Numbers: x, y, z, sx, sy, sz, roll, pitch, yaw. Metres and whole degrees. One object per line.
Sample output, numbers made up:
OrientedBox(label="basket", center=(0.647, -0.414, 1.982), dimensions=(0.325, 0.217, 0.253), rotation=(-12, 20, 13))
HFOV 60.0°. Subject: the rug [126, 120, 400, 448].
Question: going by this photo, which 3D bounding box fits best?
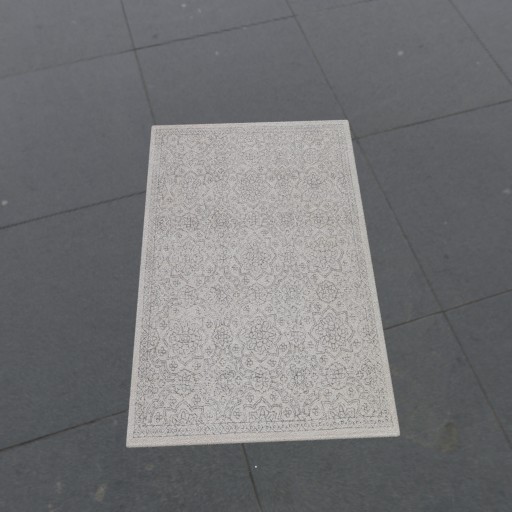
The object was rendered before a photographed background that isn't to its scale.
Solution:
OrientedBox(label="rug", center=(0.000, 0.000, 2.947), dimensions=(1.524, 0.011, 2.286), rotation=(-2, 65, -1))
